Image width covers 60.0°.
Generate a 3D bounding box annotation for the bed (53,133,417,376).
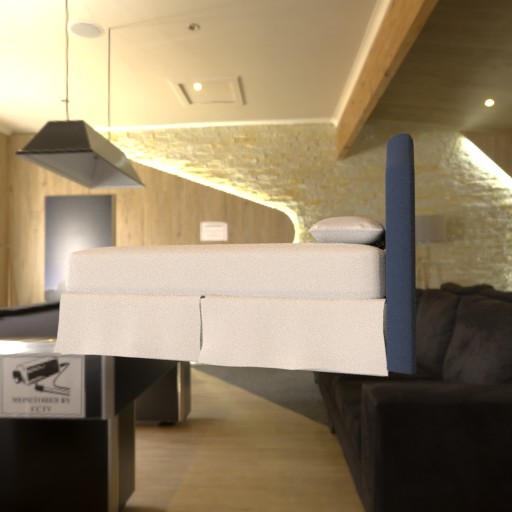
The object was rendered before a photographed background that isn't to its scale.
[{"bbox_3d":[0.000,0.000,3.387,2.260,1.297,1.831,0,-1,19],"label":"bed"}]
